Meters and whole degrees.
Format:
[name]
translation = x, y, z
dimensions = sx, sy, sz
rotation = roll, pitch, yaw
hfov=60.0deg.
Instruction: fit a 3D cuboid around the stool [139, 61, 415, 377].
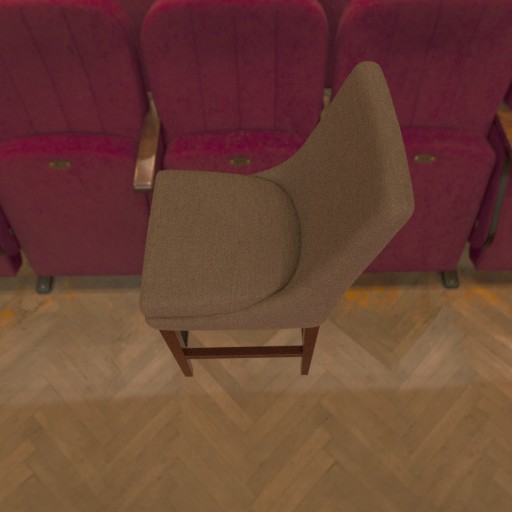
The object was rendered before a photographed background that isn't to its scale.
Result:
[stool]
translation = 0.000, 0.000, 1.273
dimensions = 0.577, 0.981, 0.470
rotation = 0, 59, 0
